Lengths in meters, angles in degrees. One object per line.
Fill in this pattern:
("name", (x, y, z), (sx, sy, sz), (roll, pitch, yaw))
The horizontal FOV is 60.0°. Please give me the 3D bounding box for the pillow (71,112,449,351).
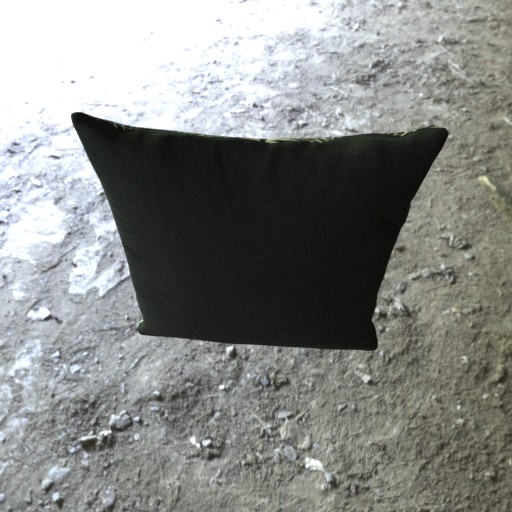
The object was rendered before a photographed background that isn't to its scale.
("pillow", (0.000, 0.000, 0.651), (0.432, 0.432, 0.139), (3, 45, 3))
